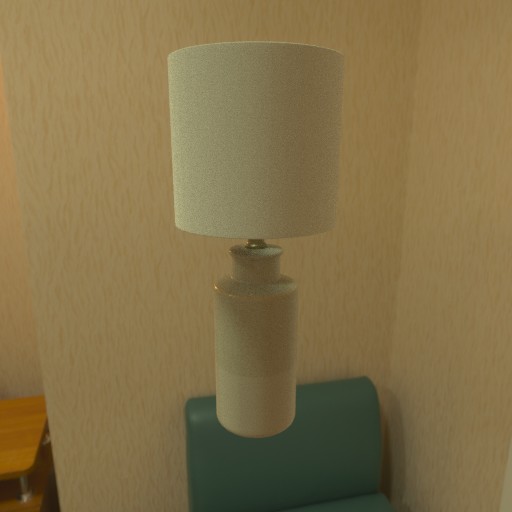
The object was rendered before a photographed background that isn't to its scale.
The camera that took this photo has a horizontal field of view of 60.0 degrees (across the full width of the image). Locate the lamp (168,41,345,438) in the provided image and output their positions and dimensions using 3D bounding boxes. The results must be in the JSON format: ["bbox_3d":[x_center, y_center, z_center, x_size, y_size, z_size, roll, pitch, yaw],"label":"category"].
[{"bbox_3d":[0.000,0.000,0.602,0.212,0.493,0.212,-14,20,-43],"label":"lamp"}]
